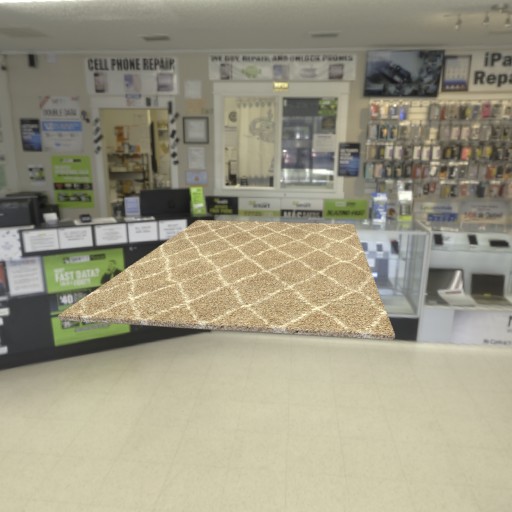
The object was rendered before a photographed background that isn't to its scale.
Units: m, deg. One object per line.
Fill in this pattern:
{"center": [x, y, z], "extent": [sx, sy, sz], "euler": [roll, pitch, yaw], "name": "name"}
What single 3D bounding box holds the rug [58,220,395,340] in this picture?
{"center": [0.000, 0.000, 3.117], "extent": [1.524, 0.030, 2.438], "euler": [2, 15, 8], "name": "rug"}
